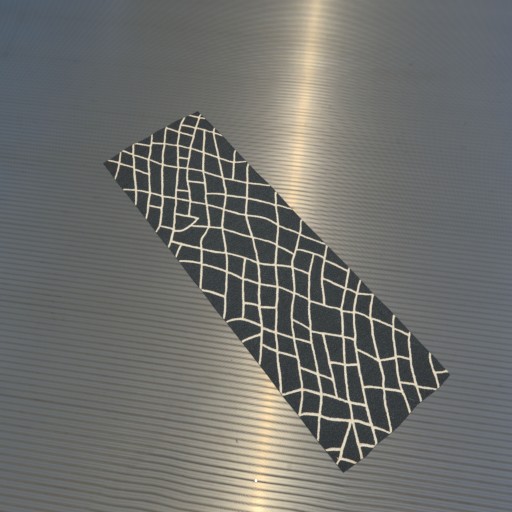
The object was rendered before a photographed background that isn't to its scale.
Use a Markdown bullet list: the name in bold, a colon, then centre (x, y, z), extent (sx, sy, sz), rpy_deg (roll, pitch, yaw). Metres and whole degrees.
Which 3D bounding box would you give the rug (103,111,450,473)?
- **rug**: centre (0.000, 0.000, 2.749), extent (0.807, 0.010, 2.476), rpy_deg (-35, 68, -16)
